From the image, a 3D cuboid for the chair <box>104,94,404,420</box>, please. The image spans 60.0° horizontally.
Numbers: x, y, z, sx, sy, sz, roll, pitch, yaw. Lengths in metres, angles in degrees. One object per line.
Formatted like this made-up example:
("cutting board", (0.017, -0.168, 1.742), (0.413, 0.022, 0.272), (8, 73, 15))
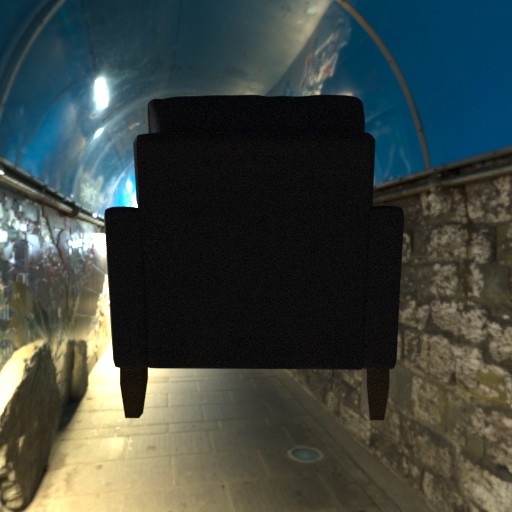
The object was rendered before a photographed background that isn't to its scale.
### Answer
("chair", (0.000, 0.000, 1.644), (0.855, 0.991, 0.897), (0, 0, 1))
